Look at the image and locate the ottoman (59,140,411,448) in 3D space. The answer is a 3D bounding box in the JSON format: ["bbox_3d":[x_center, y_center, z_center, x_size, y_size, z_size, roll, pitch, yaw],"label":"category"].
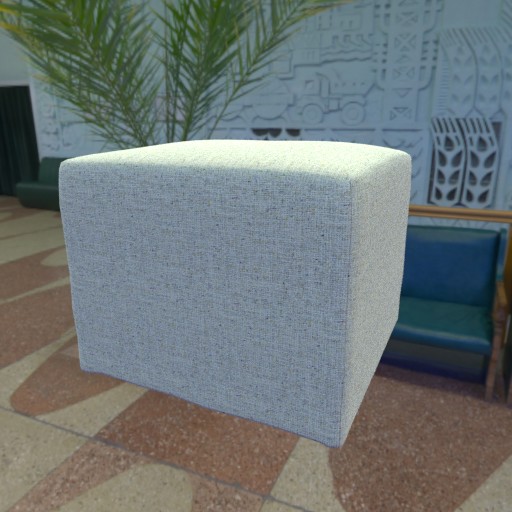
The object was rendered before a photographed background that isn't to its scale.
[{"bbox_3d":[0.000,0.000,0.900,0.521,0.453,0.512,8,18,25],"label":"ottoman"}]
